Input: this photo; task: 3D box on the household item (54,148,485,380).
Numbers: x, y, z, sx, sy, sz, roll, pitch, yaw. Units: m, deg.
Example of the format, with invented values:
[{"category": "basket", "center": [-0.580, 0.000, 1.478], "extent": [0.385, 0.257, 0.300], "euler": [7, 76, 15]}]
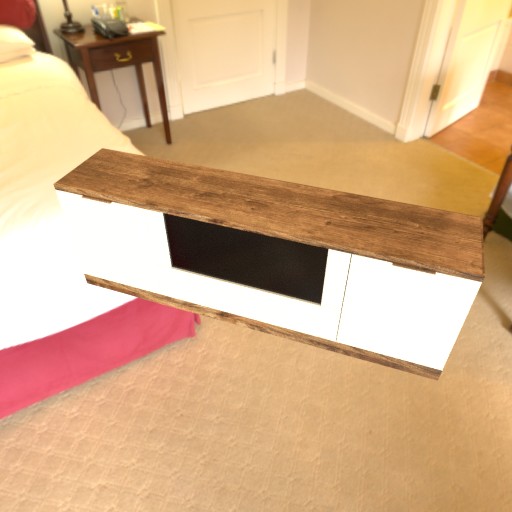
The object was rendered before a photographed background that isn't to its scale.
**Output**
[{"category": "household item", "center": [0.000, 0.000, 2.080], "extent": [1.800, 0.615, 0.390], "euler": [13, 42, 15]}]
